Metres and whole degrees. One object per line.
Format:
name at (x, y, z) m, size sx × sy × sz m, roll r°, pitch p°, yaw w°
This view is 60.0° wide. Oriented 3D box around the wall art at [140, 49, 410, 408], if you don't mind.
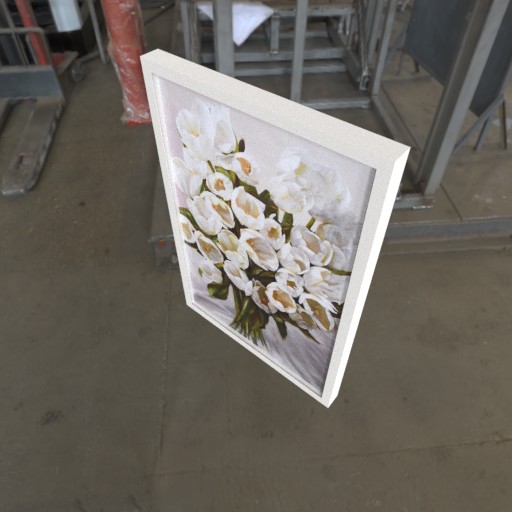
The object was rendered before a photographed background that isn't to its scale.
wall art at (0.000, 0.000, 0.559) m, size 0.293 × 0.428 × 0.025 m, roll 31°, pitch 54°, yaw 26°
